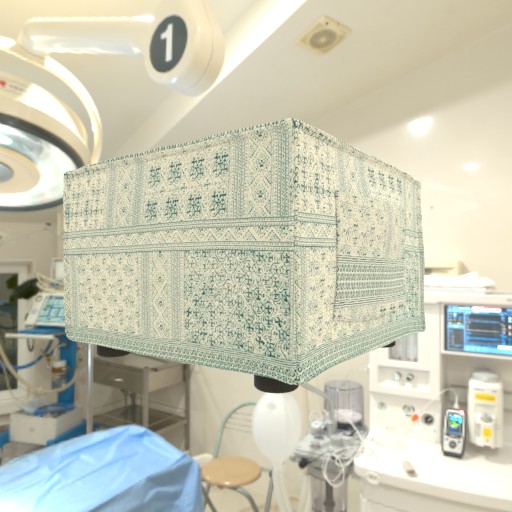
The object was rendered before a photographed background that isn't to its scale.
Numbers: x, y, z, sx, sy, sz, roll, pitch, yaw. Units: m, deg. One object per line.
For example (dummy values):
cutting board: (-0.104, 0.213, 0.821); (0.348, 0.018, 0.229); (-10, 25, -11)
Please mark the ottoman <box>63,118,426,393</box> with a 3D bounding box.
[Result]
ottoman: (0.000, 0.000, 1.042); (0.626, 0.439, 0.617); (0, -1, 37)
